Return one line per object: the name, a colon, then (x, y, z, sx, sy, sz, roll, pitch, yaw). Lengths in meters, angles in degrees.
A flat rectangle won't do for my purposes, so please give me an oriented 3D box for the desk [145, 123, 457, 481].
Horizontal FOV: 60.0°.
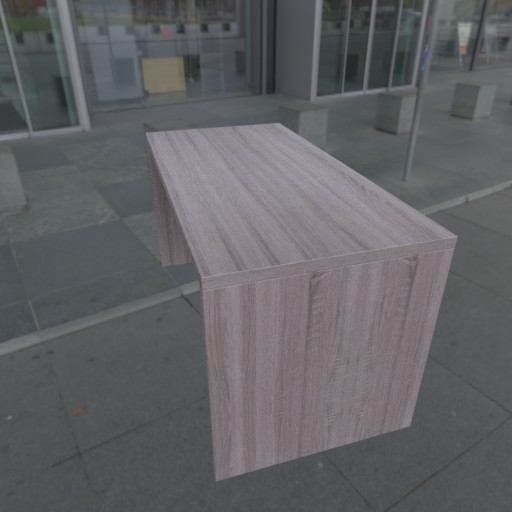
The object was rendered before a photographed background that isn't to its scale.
desk: (0.000, 0.000, 1.843, 0.690, 0.745, 1.380, -9, 31, -15)
